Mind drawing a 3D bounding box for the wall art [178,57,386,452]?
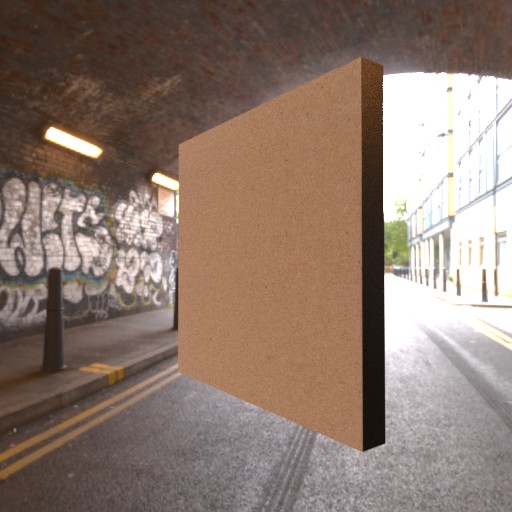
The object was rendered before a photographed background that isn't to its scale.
[{"bbox_3d":[0.000,0.000,0.497,0.029,0.318,0.327,1,-1,-36],"label":"wall art"}]
